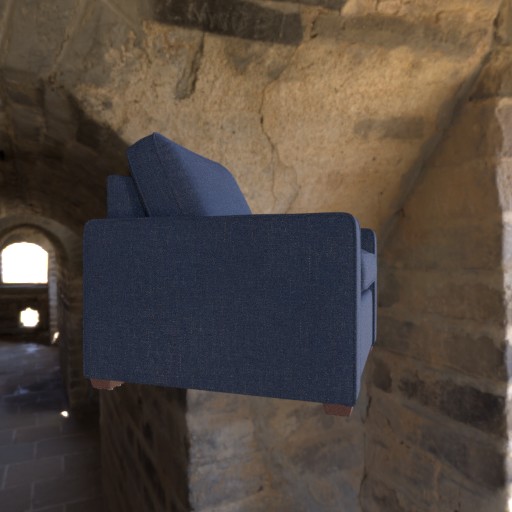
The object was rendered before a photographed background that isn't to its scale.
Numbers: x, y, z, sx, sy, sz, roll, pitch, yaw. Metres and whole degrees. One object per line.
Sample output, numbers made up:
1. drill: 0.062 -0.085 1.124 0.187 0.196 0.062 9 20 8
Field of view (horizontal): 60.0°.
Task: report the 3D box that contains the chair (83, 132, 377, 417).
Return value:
1. chair: 0.000 0.000 1.837 0.940 0.919 1.017 0 0 18
